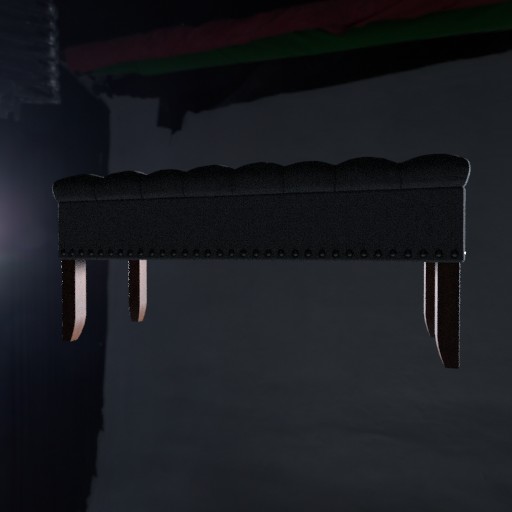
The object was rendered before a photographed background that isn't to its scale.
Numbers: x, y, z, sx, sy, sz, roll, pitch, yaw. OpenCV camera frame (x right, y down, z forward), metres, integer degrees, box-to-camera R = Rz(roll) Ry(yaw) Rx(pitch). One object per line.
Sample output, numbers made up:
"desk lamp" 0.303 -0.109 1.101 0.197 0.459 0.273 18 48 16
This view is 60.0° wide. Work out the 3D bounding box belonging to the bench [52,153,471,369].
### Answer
"bench" 0.000 0.000 1.262 1.052 0.470 0.417 0 1 17
